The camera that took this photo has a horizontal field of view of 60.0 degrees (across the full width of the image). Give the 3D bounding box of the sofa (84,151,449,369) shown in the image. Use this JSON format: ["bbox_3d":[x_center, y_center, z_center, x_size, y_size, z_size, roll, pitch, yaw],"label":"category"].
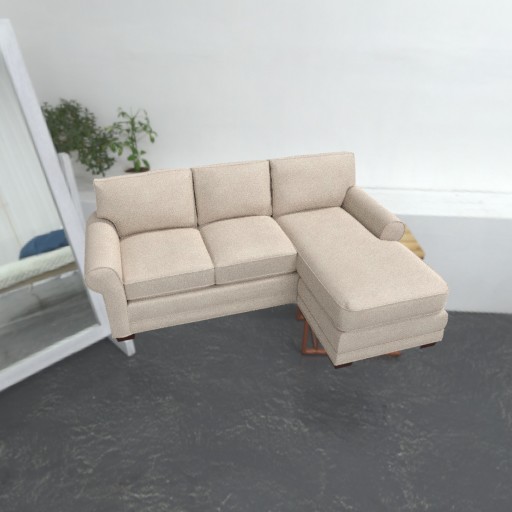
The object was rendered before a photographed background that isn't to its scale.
[{"bbox_3d":[0.000,0.000,2.432,1.770,0.734,1.226,-9,33,-14],"label":"sofa"}]
